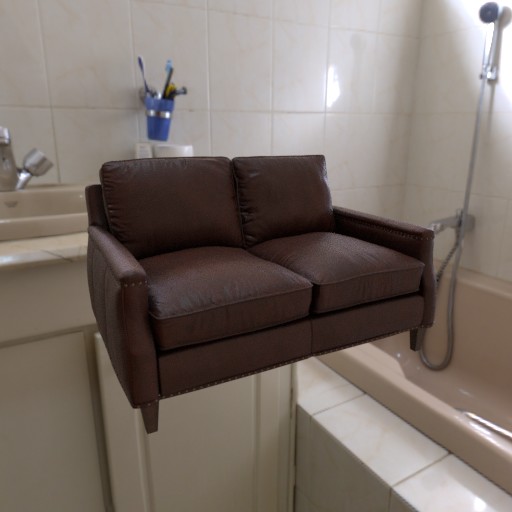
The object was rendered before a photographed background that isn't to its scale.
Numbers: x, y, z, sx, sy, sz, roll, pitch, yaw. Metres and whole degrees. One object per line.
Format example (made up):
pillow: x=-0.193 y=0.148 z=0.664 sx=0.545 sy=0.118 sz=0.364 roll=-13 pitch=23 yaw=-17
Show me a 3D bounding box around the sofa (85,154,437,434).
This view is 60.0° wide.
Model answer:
sofa: x=0.000 y=0.000 z=2.339 sx=1.628 sy=1.003 sz=1.083 roll=-8 pitch=18 yaw=-26
